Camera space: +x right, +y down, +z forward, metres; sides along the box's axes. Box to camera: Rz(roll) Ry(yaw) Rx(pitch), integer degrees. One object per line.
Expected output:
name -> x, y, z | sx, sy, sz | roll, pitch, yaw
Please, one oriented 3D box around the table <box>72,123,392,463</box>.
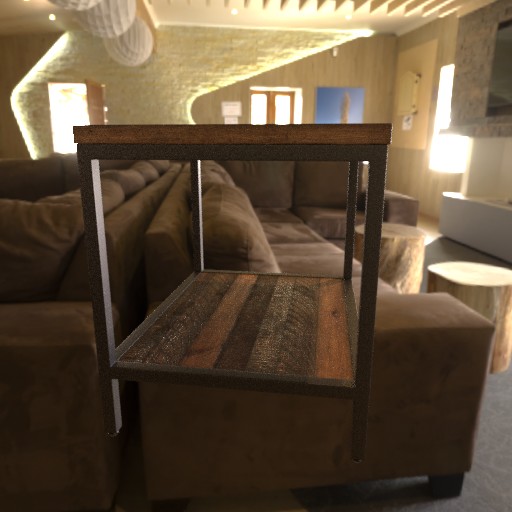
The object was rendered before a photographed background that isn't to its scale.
table -> 0.000, 0.000, 1.108 | 0.524, 0.612, 0.678 | 2, 15, 9
